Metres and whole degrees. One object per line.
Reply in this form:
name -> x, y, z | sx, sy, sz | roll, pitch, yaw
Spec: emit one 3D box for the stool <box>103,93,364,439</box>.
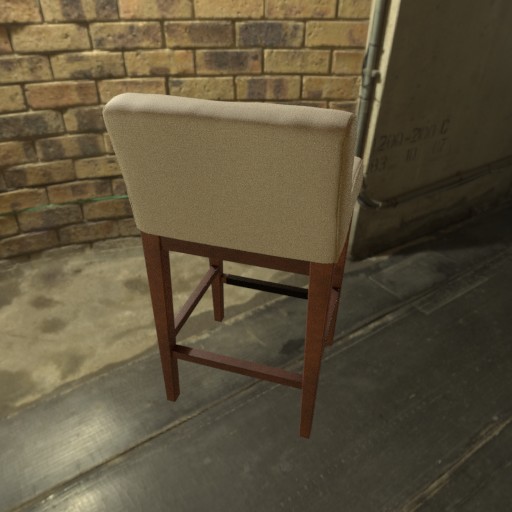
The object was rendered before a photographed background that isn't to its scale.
stool -> 0.000, 0.000, 1.257 | 0.511, 0.937, 0.500 | 10, 34, 15
